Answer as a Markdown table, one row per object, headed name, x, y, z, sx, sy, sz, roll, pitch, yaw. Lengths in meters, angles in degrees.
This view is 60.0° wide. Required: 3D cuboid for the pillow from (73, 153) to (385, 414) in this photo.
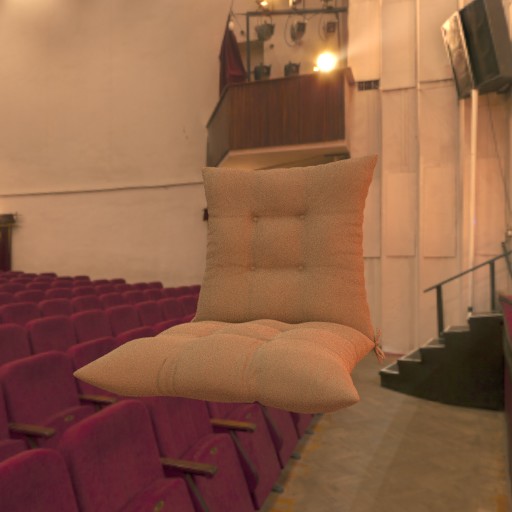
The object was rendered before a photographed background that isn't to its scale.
| name | x | y | z | sx | sy | sz | roll | pitch | yaw |
| --- | --- | --- | --- | --- | --- | --- | --- | --- | --- |
| pillow | 0.000 | 0.000 | 0.989 | 0.541 | 0.536 | 0.585 | 0 | -1 | 18 |
